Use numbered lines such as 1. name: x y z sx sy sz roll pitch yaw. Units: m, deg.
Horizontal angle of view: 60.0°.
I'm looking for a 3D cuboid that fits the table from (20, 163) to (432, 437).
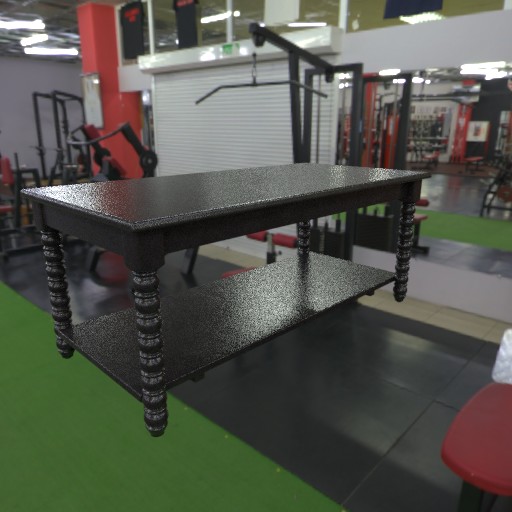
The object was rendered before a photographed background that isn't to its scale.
1. table: 0.000 0.000 1.421 1.171 0.487 0.580 -16 23 -42
